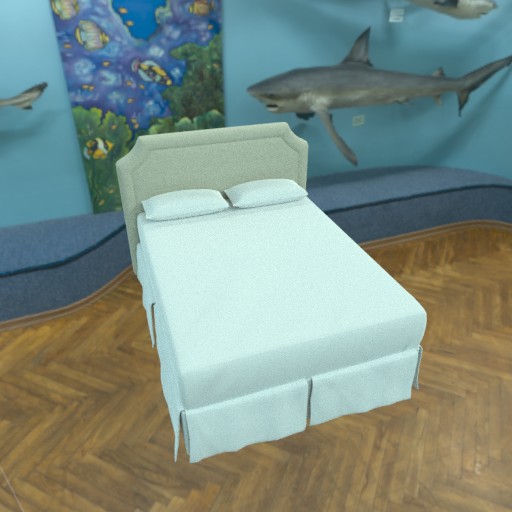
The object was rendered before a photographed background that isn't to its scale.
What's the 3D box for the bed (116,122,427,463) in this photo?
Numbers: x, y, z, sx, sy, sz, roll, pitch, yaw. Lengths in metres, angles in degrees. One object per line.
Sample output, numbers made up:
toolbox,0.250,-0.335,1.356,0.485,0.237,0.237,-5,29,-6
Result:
bed,0.000,0.000,3.215,1.693,1.290,2.116,-11,34,-16
